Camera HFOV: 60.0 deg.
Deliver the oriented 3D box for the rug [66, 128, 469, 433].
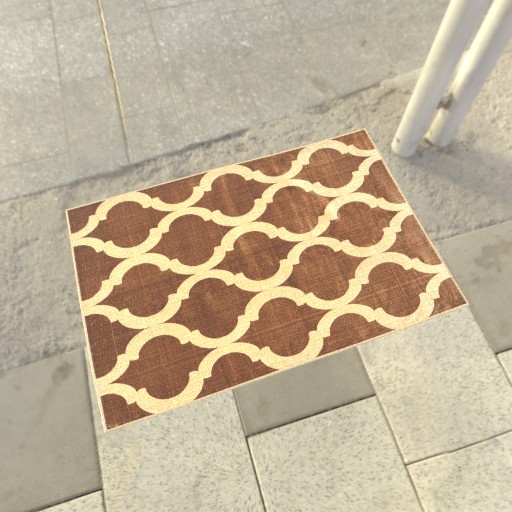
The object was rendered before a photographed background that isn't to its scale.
[{"bbox_3d":[0.000,0.000,2.906,2.290,0.014,1.526,-17,65,-8],"label":"rug"}]
